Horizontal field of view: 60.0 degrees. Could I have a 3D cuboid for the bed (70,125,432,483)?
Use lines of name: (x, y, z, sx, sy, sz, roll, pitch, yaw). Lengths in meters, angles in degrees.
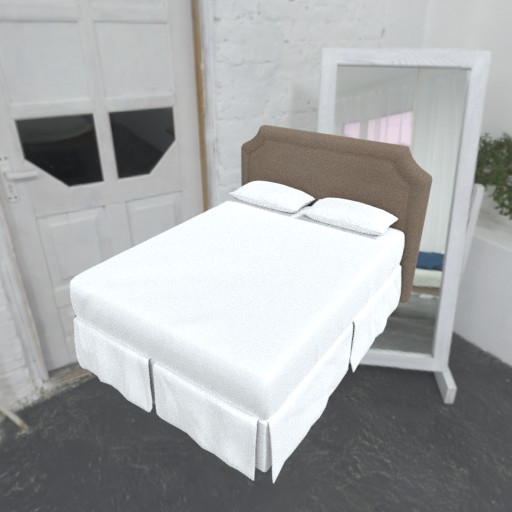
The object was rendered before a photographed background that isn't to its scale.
bed: (0.000, 0.000, 3.092, 1.693, 1.290, 2.116, 18, 34, 30)
